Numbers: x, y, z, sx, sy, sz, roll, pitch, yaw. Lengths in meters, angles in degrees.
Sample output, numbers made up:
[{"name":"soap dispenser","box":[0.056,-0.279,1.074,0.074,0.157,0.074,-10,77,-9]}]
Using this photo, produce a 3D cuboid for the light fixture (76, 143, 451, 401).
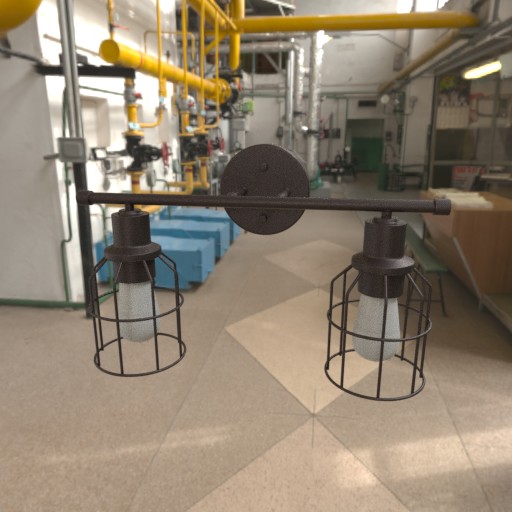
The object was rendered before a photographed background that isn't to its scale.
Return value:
[{"name":"light fixture","box":[0.000,0.000,0.526,0.406,0.254,0.165,3,16,9]}]
